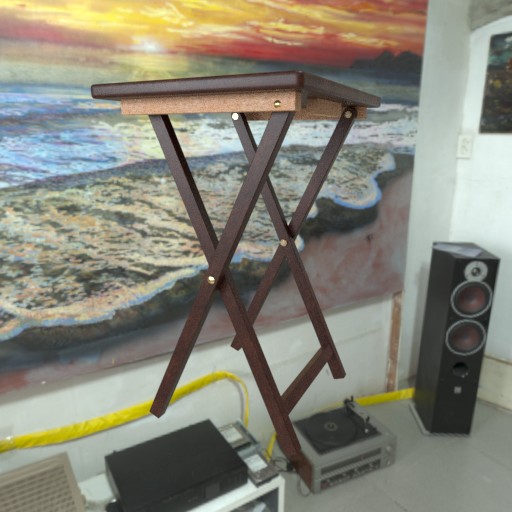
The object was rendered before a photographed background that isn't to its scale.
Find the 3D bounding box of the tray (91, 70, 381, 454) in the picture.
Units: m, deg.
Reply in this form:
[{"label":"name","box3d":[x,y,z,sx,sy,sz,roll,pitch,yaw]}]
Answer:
[{"label":"tray","box3d":[0.000,0.000,0.946,0.381,0.660,0.483,8,17,26]}]
